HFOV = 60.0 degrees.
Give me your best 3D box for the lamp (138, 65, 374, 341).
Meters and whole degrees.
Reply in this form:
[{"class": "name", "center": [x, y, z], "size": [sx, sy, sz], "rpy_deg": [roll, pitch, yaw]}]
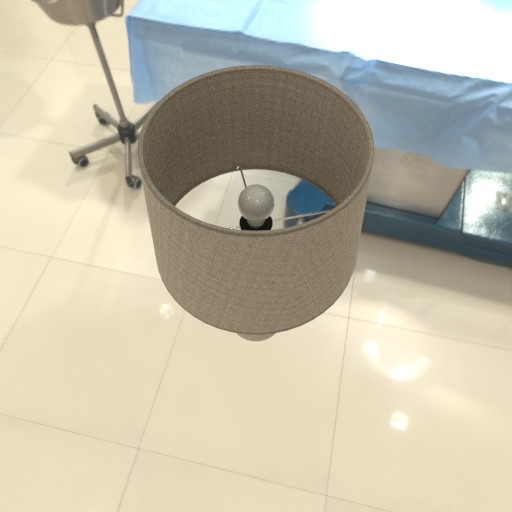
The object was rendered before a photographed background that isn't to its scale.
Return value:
[{"class": "lamp", "center": [0.000, 0.000, 0.861], "size": [0.367, 0.609, 0.367], "rpy_deg": [0, 58, 0]}]
